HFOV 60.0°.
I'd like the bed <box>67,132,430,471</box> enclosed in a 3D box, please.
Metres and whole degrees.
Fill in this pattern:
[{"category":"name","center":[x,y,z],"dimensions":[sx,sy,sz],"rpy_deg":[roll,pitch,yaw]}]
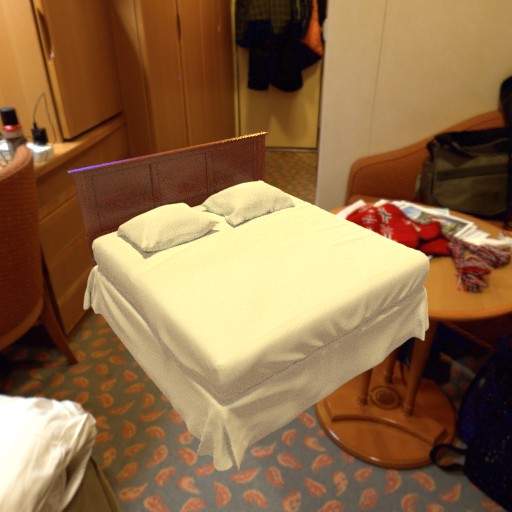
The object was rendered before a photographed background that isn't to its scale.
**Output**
[{"category":"bed","center":[0.000,0.000,3.600],"dimensions":[2.314,1.271,2.219],"rpy_deg":[-21,36,-32]}]
